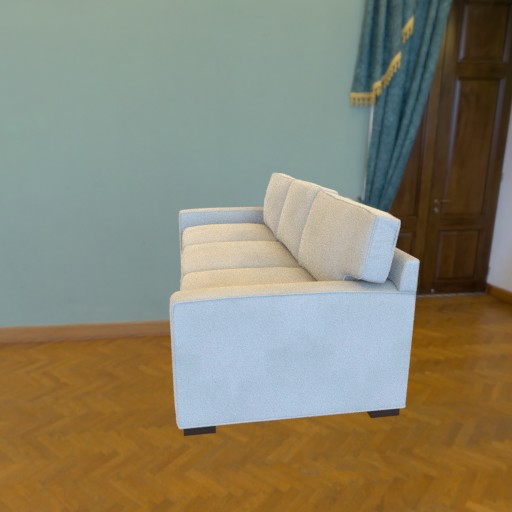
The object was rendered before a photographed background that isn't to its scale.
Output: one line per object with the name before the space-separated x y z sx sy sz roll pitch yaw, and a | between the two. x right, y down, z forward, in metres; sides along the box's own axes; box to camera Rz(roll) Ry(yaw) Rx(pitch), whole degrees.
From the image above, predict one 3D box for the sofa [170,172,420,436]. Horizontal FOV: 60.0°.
sofa | 0.000 0.000 2.644 0.935 0.862 2.088 -2 15 -8
